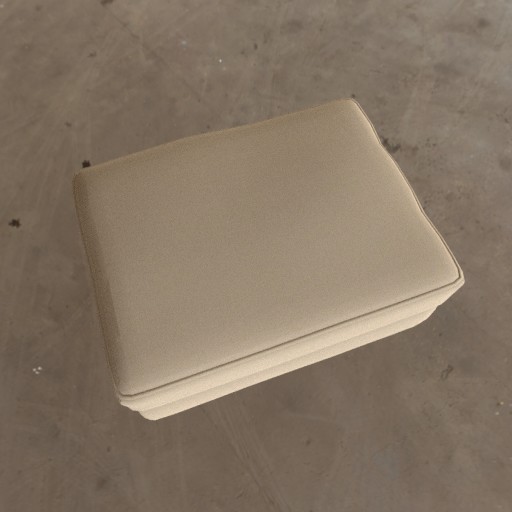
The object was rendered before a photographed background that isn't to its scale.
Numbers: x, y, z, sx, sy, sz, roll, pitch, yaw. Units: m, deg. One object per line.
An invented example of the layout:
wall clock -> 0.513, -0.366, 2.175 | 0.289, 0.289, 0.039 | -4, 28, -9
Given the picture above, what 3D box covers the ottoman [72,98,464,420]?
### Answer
ottoman -> 0.000, 0.000, 1.231 | 0.818, 0.485, 0.634 | -18, 65, -9
